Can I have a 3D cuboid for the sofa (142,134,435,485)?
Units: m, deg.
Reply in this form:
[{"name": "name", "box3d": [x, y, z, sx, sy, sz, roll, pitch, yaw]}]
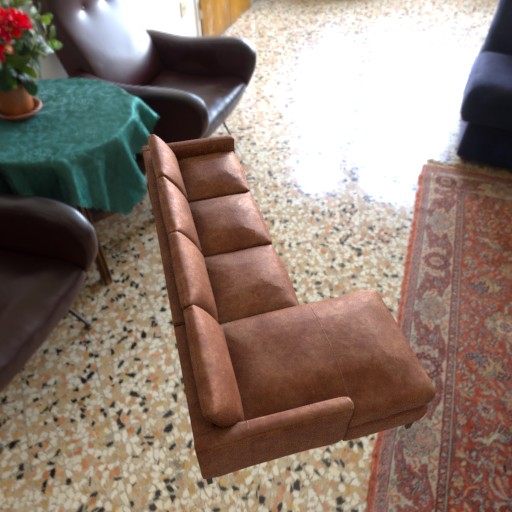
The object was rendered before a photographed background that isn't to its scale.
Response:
[{"name": "sofa", "box3d": [0.000, 0.000, 3.564, 1.471, 0.859, 2.993, -11, 48, -11]}]
